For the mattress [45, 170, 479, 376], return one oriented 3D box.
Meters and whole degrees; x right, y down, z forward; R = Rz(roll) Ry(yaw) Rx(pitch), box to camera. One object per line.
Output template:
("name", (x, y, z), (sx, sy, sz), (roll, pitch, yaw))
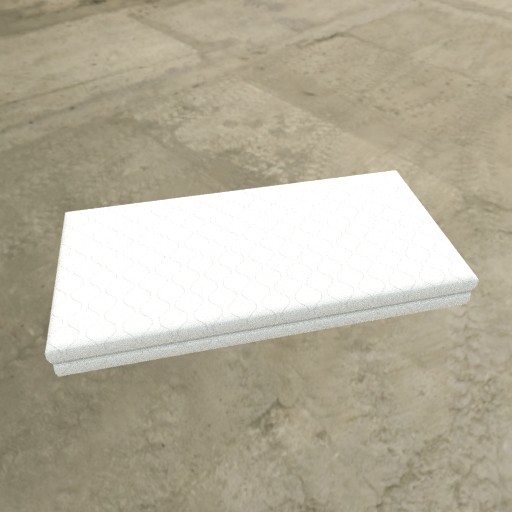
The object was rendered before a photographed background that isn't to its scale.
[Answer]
("mattress", (0.000, 0.000, 2.251), (1.900, 0.200, 0.900), (-9, 46, -8))
